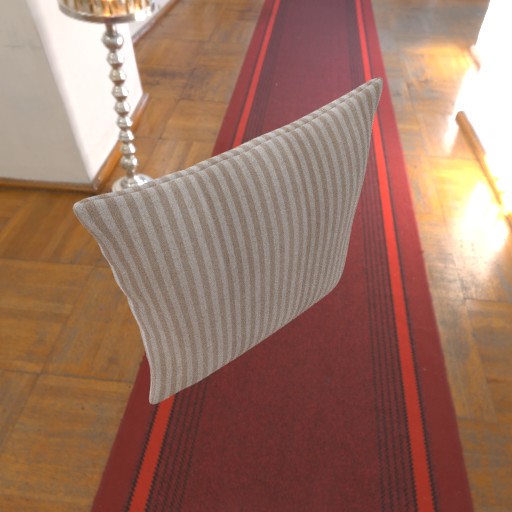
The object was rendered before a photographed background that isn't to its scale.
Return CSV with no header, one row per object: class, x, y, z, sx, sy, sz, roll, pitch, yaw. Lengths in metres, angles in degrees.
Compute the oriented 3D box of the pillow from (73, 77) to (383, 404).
pillow,0.000,0.000,0.787,0.523,0.510,0.166,-30,53,-25
